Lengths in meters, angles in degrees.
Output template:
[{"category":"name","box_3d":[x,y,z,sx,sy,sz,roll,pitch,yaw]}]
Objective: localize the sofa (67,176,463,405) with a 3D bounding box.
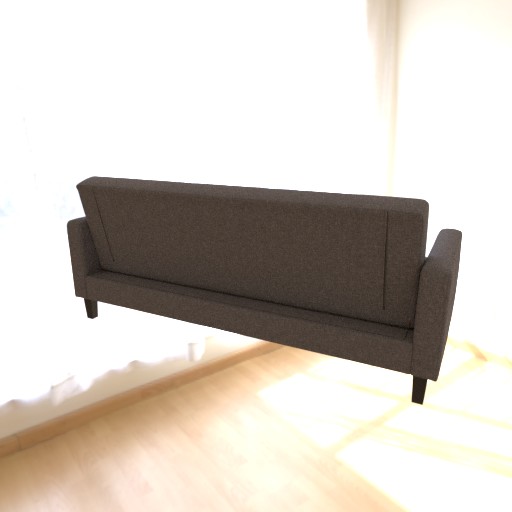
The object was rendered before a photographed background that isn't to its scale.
[{"category":"sofa","box_3d":[0.000,0.000,2.455,2.040,0.850,0.810,8,19,26]}]
